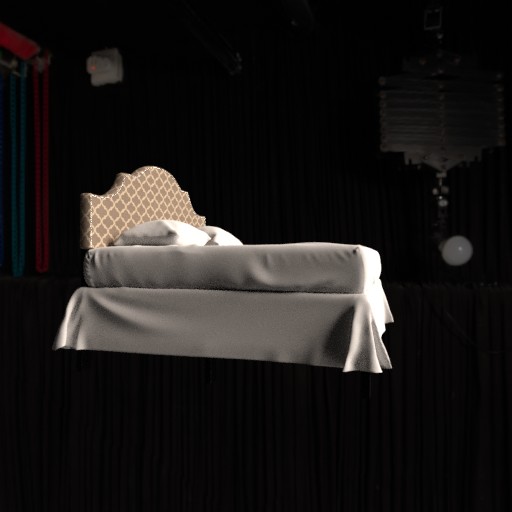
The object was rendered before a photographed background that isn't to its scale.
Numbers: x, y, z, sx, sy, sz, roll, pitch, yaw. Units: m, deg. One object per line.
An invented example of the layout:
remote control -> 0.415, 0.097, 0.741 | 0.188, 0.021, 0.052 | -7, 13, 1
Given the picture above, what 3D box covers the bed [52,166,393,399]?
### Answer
bed -> 0.000, 0.000, 3.761 | 2.222, 1.601, 2.314 | 0, 0, 18
